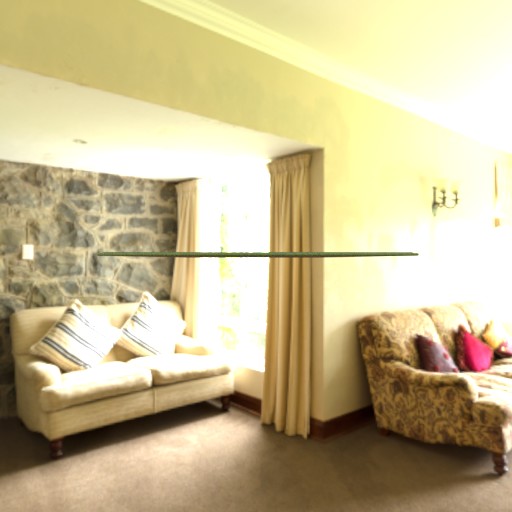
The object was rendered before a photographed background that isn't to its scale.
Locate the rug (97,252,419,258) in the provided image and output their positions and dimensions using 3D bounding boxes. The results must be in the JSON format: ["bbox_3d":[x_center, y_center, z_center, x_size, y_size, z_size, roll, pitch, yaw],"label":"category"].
[{"bbox_3d":[0.000,0.000,1.437,0.604,0.007,1.219,0,0,0],"label":"rug"}]
